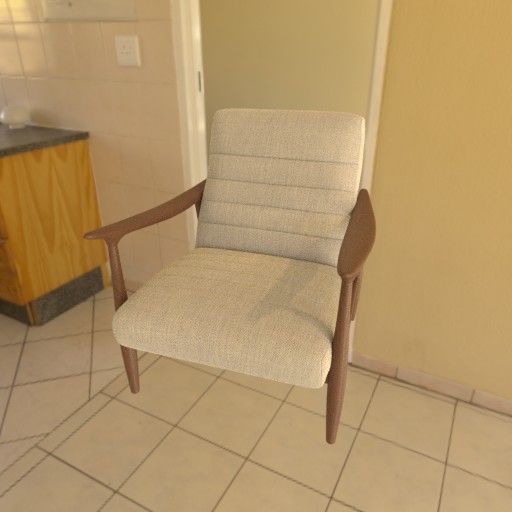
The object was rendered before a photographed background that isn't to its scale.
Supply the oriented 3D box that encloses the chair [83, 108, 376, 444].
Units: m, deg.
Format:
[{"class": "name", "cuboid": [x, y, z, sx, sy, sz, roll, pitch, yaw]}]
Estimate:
[{"class": "chair", "cuboid": [0.000, 0.000, 1.461, 0.741, 0.832, 0.798, 8, 27, 16]}]
